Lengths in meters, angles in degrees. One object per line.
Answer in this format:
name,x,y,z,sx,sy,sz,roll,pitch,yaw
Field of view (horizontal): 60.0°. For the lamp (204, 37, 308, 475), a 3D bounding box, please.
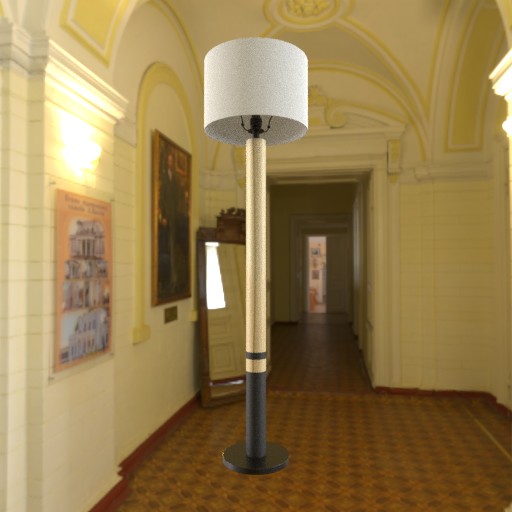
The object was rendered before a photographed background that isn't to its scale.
lamp,0.000,0.000,1.630,0.381,1.478,0.381,1,-2,-35
